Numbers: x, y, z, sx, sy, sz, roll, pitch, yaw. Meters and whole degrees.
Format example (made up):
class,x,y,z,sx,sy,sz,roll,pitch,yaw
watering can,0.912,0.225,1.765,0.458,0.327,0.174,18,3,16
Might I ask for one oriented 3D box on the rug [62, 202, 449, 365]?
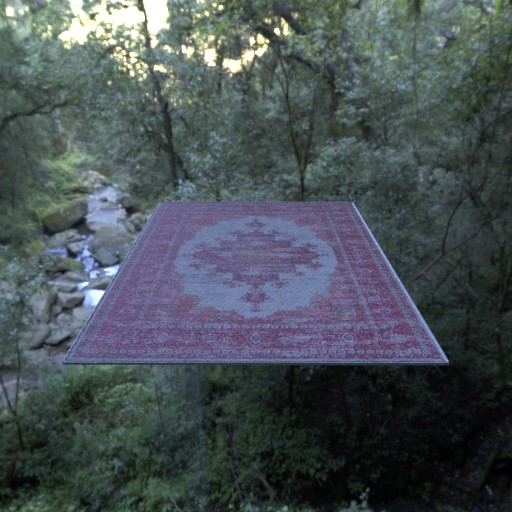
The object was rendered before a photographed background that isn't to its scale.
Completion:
class,x,y,z,sx,sy,sz,roll,pitch,yaw
rug,0.000,0.000,4.185,2.447,0.017,3.123,0,26,0
